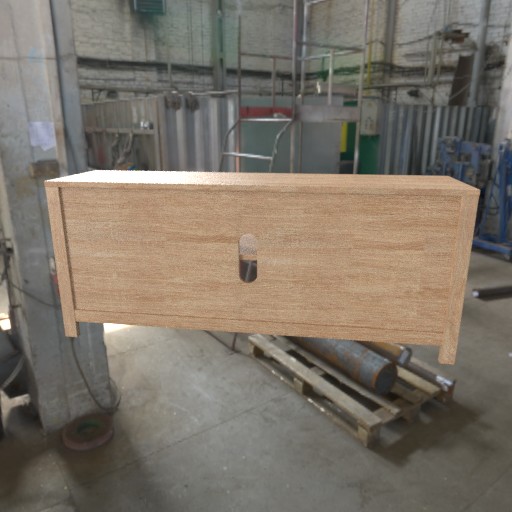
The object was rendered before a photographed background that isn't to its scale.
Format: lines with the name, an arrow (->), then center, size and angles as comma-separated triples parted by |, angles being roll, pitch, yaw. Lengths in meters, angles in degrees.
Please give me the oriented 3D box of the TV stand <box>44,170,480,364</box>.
TV stand -> 0.000, 0.000, 1.748 | 1.466, 0.610, 0.398 | 2, 17, 8
